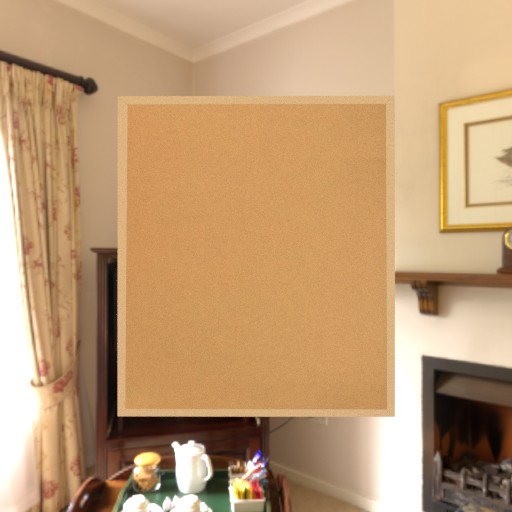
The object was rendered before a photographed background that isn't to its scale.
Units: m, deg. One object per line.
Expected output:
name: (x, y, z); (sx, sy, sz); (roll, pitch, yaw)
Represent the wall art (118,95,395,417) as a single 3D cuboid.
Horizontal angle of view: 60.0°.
wall art: (0.000, 0.000, 0.775); (0.482, 0.557, 0.012); (0, 0, 0)
